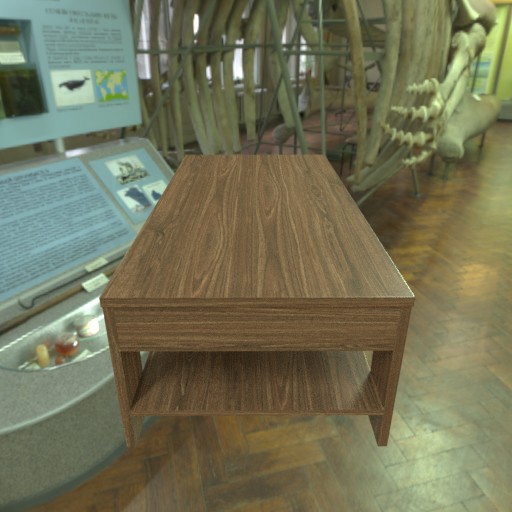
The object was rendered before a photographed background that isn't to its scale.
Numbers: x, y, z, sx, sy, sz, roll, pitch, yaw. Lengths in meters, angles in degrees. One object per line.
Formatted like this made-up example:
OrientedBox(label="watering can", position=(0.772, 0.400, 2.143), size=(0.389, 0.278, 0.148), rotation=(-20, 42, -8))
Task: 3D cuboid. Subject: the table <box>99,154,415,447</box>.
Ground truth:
OrientedBox(label="table", position=(0.000, 0.000, 1.468), size=(0.600, 0.400, 1.200), rotation=(0, 26, 0))
